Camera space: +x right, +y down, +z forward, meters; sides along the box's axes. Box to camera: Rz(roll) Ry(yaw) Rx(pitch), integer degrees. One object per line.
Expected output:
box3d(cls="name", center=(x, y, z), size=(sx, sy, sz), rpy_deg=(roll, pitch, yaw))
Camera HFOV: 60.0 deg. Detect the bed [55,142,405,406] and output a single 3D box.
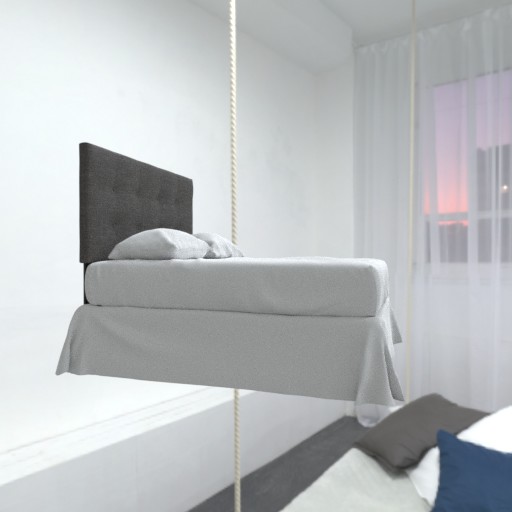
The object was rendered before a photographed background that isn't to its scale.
box3d(cls="bed", center=(0.000, 0.000, 3.507), size=(2.222, 1.577, 1.936), rpy_deg=(0, 0, 18))
